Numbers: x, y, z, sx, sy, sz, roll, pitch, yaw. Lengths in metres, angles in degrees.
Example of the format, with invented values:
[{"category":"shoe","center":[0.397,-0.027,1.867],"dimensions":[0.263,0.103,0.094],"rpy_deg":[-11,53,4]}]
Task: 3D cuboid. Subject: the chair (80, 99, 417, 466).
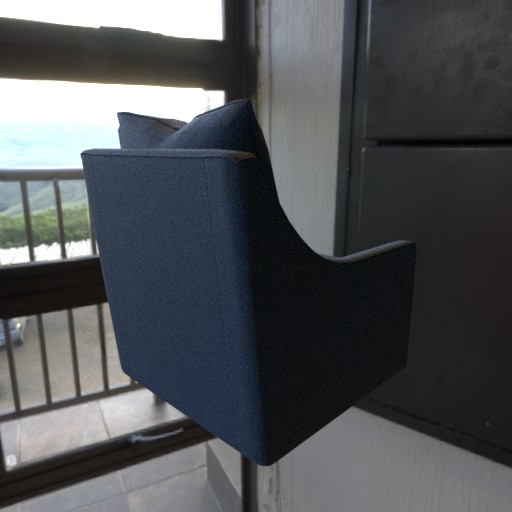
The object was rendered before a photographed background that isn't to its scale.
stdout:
[{"category":"chair","center":[0.000,0.000,1.524],"dimensions":[0.750,0.939,0.870],"rpy_deg":[13,19,43]}]
